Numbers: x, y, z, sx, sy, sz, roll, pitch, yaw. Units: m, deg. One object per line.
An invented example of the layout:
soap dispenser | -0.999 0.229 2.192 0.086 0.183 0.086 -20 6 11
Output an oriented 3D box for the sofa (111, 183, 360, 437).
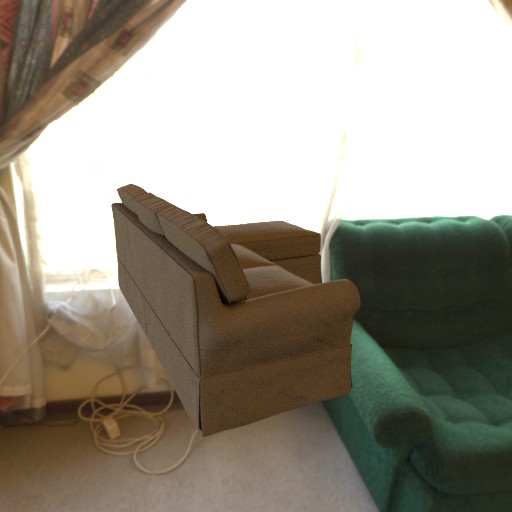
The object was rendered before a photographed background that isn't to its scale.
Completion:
sofa | 0.000 0.000 3.347 1.733 0.978 2.475 -7 17 -25
